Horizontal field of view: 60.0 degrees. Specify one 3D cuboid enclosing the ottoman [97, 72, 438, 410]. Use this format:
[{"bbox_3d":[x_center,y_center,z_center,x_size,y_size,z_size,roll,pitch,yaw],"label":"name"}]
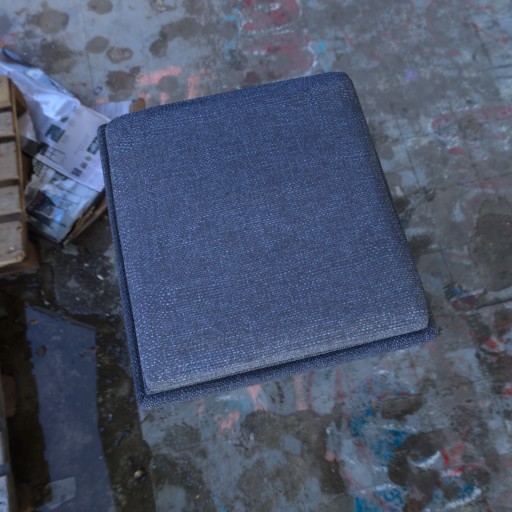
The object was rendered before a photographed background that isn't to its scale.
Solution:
[{"bbox_3d":[0.000,0.000,0.836,0.436,0.493,0.454,-13,74,-4],"label":"ottoman"}]
